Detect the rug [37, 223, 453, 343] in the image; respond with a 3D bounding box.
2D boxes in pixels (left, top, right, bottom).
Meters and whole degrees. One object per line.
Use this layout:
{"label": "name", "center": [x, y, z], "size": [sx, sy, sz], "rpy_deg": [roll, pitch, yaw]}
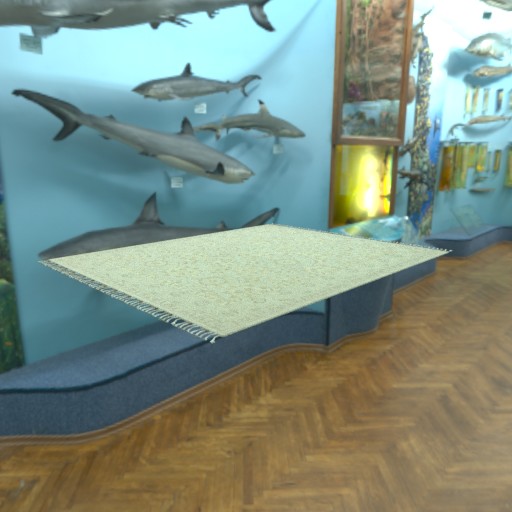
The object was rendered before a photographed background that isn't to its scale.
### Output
{"label": "rug", "center": [0.000, 0.000, 4.099], "size": [3.043, 0.013, 2.444], "rpy_deg": [-13, 18, -43]}
